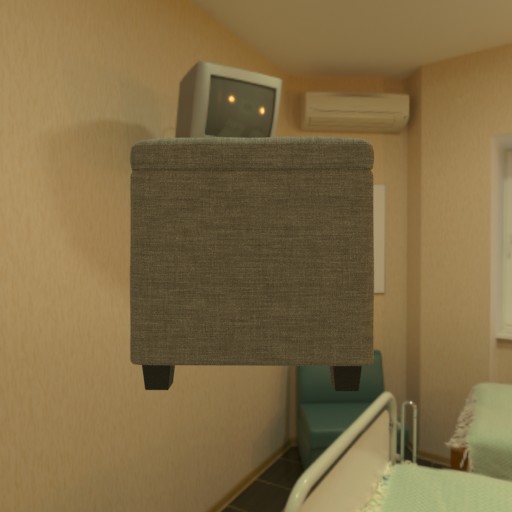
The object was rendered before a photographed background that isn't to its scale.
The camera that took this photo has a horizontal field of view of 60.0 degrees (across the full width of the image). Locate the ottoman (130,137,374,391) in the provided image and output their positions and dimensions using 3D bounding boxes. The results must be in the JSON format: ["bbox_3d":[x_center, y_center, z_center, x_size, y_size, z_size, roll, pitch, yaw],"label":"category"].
[{"bbox_3d":[0.000,0.000,1.152,0.419,0.432,0.902,0,1,1],"label":"ottoman"}]
